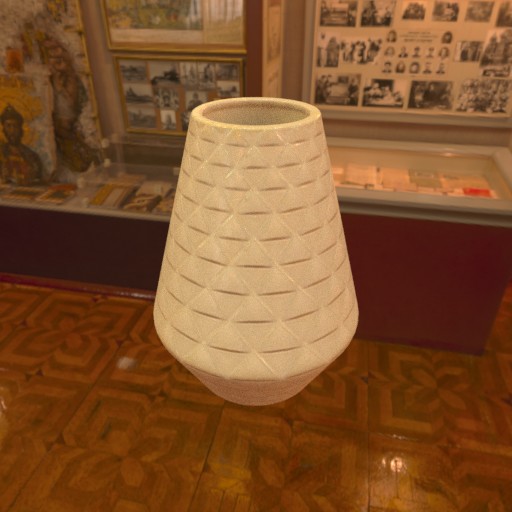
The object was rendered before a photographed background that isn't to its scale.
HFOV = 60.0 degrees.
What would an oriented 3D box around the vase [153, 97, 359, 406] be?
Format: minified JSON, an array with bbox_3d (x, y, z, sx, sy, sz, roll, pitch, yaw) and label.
[{"bbox_3d":[0.000,0.000,0.360,0.175,0.230,0.175,0,31,0],"label":"vase"}]
